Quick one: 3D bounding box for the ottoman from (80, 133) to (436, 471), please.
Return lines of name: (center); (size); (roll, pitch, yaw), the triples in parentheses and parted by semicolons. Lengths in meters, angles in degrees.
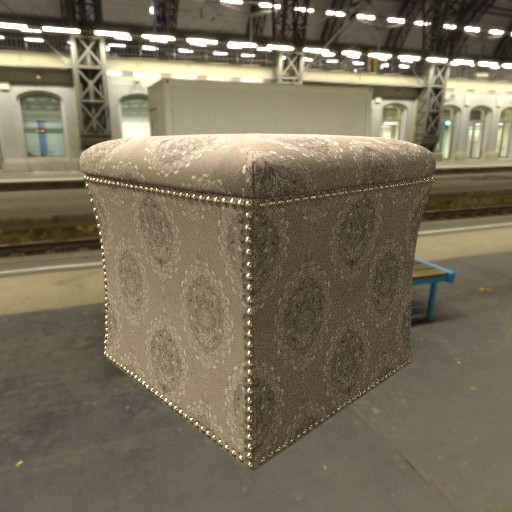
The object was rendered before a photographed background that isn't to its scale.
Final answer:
ottoman: (0.000, 0.000, 0.889); (0.497, 0.473, 0.507); (-14, 21, -42)
